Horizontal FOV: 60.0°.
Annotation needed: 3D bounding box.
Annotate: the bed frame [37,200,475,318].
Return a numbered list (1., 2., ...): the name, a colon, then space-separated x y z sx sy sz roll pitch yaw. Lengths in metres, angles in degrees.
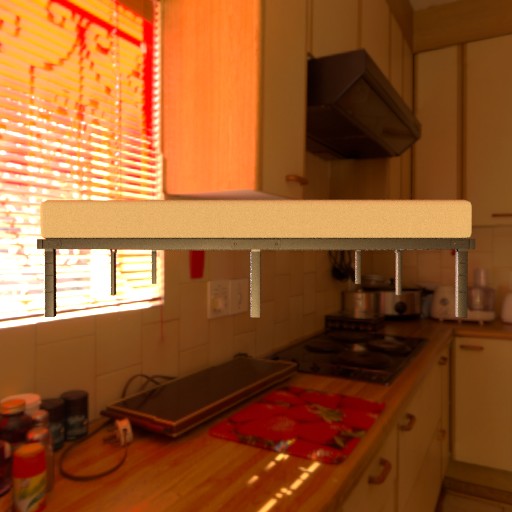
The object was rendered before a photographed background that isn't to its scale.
1. bed frame: 0.000 0.000 3.848 2.526 0.680 2.635 0 1 0
